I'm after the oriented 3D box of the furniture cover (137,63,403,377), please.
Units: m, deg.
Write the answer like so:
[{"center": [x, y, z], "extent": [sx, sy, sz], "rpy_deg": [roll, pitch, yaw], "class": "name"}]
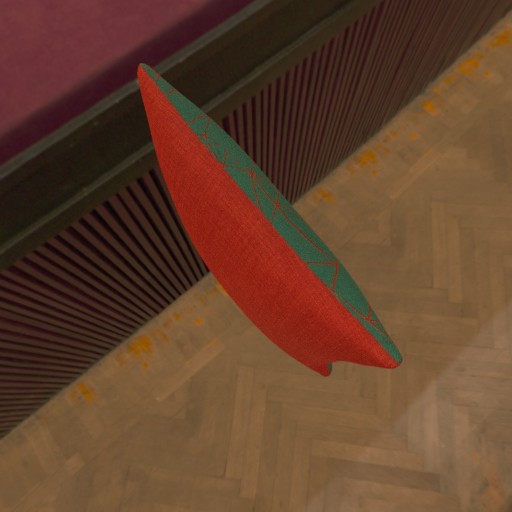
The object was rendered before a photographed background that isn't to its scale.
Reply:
[{"center": [0.000, 0.000, 0.792], "extent": [0.158, 0.508, 0.517], "rpy_deg": [-37, 77, -10], "class": "furniture cover"}]
